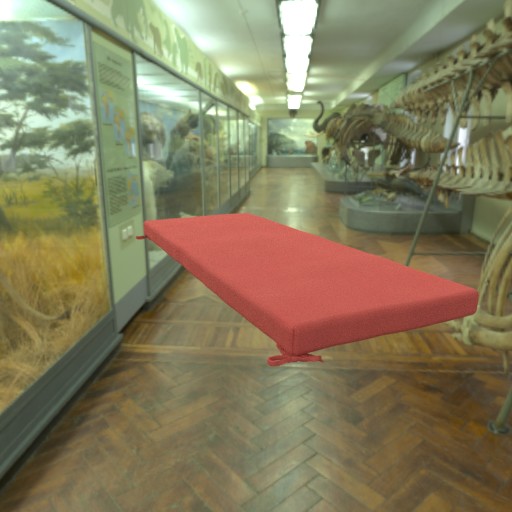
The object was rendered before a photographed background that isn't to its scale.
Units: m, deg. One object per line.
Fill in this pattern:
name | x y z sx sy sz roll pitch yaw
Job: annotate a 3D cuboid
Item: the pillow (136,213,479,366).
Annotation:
pillow | 0.000 0.000 1.319 0.492 0.081 1.187 -7 16 -25
